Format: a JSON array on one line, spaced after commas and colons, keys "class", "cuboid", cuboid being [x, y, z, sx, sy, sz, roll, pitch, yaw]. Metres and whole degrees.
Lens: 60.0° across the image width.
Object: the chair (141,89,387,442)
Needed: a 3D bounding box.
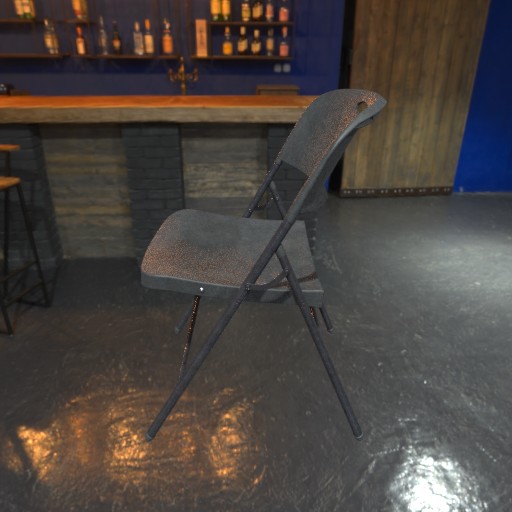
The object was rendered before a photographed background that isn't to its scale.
[{"class": "chair", "cuboid": [0.000, 0.000, 1.167, 0.566, 0.810, 0.494, 0, 26, 0]}]
